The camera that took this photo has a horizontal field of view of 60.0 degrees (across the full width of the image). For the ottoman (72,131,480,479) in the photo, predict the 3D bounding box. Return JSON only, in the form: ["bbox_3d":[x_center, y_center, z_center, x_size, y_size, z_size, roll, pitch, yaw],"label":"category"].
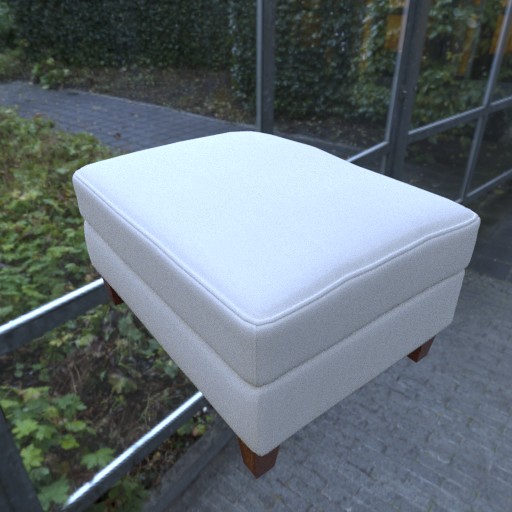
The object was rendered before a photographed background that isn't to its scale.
[{"bbox_3d":[0.000,0.000,1.143,0.634,0.479,0.818,-22,37,-32],"label":"ottoman"}]
